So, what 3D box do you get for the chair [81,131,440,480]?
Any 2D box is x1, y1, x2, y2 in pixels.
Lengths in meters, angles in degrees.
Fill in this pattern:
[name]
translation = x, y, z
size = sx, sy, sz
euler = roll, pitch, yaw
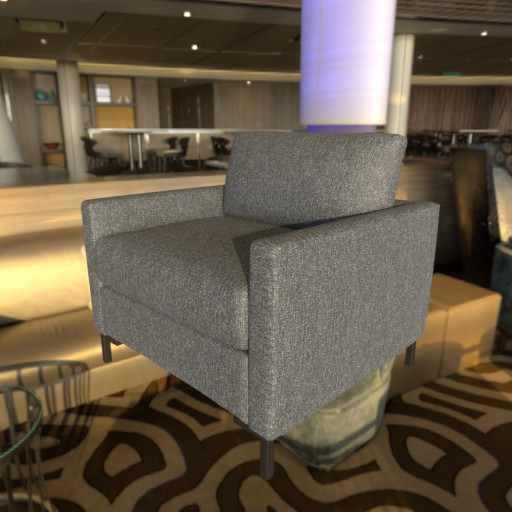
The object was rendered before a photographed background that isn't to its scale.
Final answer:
[chair]
translation = 0.000, 0.000, 1.581
size = 0.963, 0.861, 0.866
euler = 15, 21, 42
